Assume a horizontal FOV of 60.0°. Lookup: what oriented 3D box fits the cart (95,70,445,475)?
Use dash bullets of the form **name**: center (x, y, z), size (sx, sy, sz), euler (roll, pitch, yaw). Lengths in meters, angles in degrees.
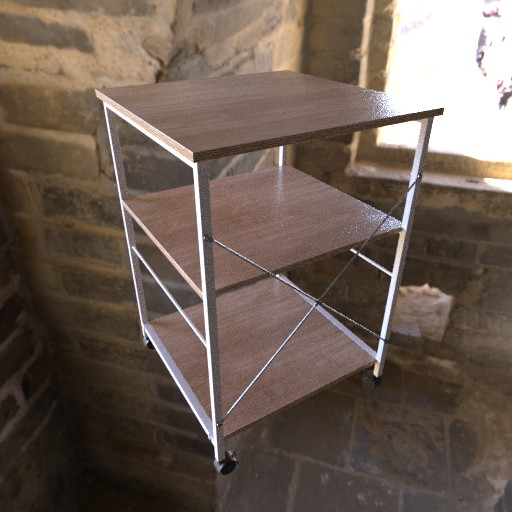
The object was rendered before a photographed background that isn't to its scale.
- **cart**: center (0.000, 0.000, 1.108), size (0.521, 0.762, 0.520), euler (-18, 35, -27)
